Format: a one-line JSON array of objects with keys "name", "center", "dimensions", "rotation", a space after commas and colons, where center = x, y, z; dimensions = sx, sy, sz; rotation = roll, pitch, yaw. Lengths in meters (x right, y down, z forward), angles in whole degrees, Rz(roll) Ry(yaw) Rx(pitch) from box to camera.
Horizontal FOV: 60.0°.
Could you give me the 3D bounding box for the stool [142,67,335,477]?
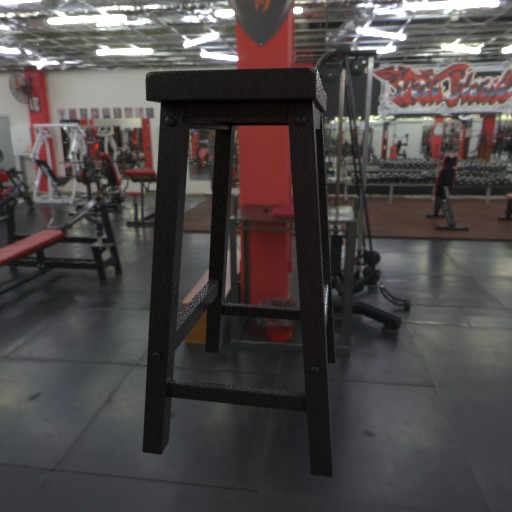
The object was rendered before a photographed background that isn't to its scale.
[{"name": "stool", "center": [0.000, 0.000, 0.845], "dimensions": [0.322, 0.610, 0.406], "rotation": [3, 16, 10]}]
